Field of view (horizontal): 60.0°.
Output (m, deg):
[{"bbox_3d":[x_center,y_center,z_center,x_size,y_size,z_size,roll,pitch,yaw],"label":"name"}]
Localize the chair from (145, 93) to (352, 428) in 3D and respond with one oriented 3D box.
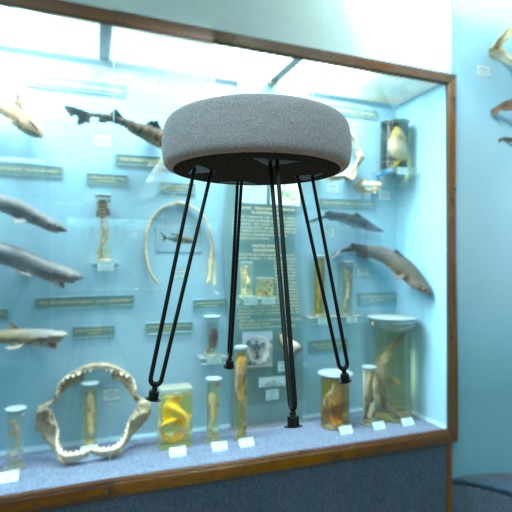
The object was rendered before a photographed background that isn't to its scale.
[{"bbox_3d":[0.000,0.000,0.720,0.350,0.440,0.350,0,0,-18],"label":"chair"}]
